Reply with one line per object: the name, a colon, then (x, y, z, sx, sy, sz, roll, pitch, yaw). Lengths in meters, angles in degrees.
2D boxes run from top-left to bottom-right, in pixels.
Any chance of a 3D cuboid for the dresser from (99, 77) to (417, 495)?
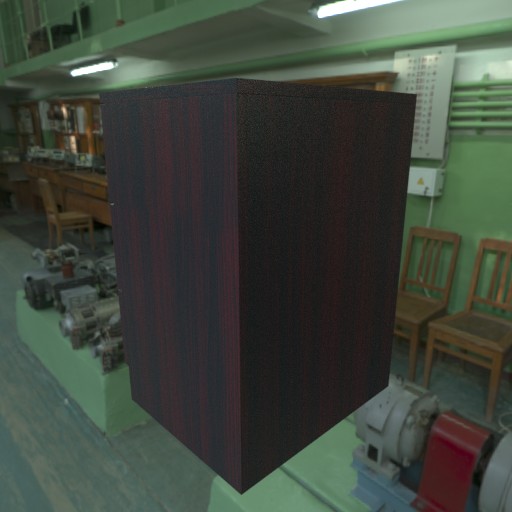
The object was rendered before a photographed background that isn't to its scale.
dresser: (0.000, 0.000, 0.813, 0.400, 0.560, 0.360, -15, 22, -41)
